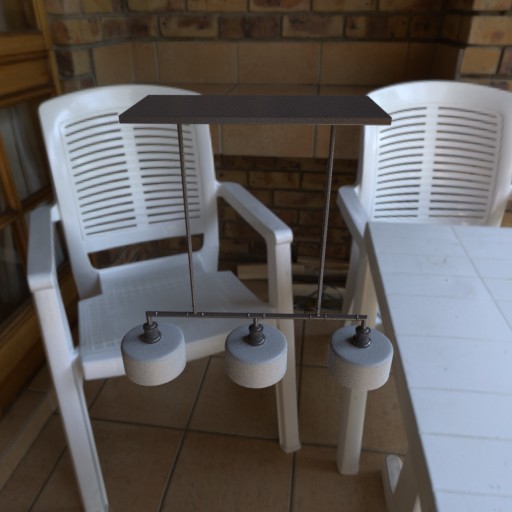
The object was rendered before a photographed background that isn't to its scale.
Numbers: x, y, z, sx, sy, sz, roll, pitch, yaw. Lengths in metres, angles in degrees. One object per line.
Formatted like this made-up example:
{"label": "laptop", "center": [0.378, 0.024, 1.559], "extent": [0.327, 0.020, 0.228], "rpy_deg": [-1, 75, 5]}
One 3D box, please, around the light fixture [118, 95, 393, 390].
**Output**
{"label": "light fixture", "center": [0.000, 0.000, 0.848], "extent": [0.582, 0.557, 0.177], "rpy_deg": [1, 29, 2]}
